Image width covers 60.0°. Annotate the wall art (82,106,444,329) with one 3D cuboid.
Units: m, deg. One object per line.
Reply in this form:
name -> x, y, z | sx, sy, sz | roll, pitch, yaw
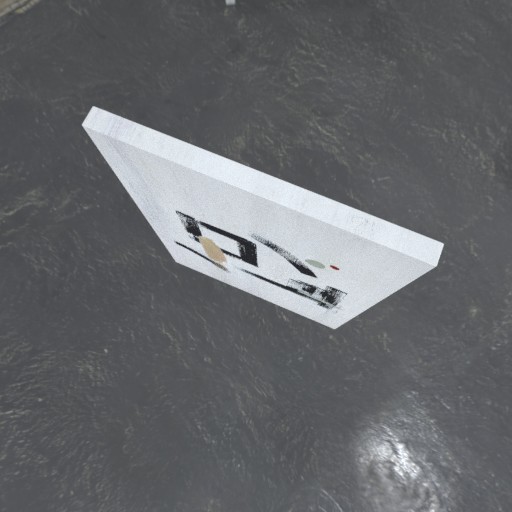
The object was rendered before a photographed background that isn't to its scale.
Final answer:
wall art -> 0.000, 0.000, 1.161 | 0.624, 0.914, 0.043 | 23, 76, 6
